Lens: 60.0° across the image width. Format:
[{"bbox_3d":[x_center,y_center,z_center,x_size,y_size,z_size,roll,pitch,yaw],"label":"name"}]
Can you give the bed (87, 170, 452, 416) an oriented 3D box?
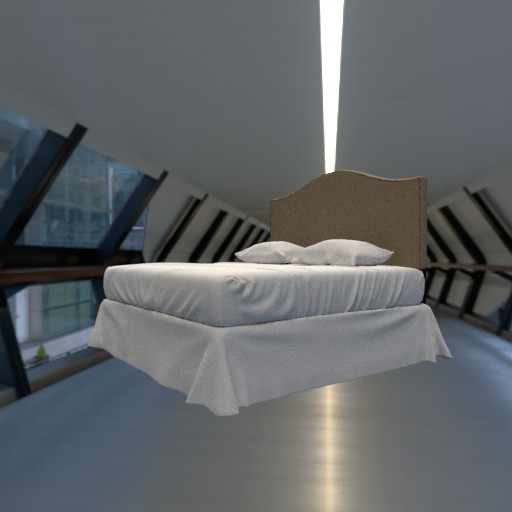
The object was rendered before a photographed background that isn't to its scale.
[{"bbox_3d":[0.000,0.000,3.754,2.222,1.651,2.311,0,1,-36],"label":"bed"}]
